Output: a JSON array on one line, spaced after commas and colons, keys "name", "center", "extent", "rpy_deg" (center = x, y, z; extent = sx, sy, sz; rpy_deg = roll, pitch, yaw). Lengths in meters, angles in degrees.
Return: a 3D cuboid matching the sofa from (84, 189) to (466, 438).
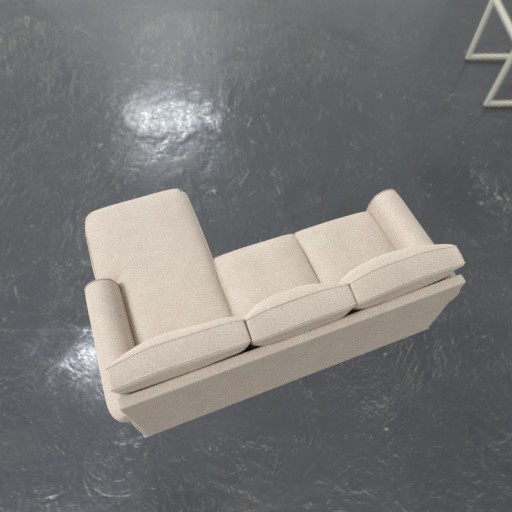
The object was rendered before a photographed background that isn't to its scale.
[{"name": "sofa", "center": [0.000, 0.000, 2.383], "extent": [1.770, 0.734, 1.226], "rpy_deg": [-18, 60, -11]}]
